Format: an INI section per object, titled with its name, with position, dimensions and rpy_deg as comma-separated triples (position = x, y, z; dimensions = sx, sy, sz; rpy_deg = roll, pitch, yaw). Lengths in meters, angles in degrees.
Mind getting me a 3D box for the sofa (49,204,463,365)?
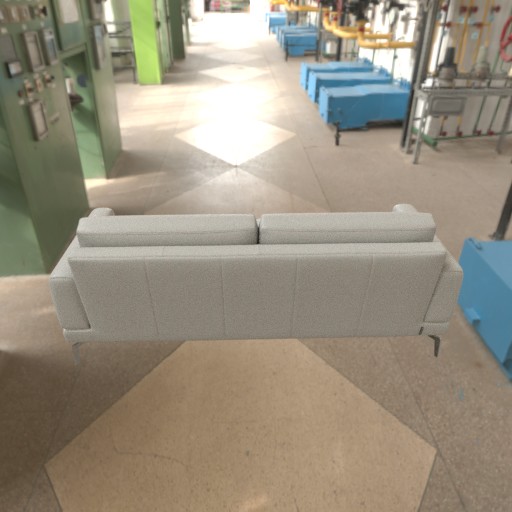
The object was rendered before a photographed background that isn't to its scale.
[sofa]
position = 0.000, 0.000, 2.449
dimensions = 1.940, 0.765, 0.974
rpy_deg = -1, 31, -1
